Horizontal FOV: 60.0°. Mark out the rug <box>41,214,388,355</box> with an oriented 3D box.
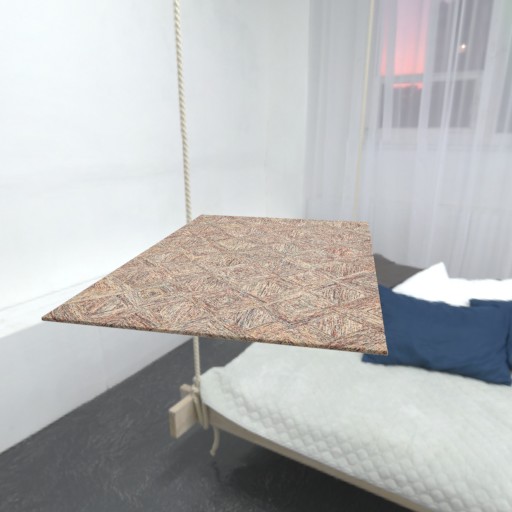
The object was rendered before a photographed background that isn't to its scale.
[{"bbox_3d":[0.000,0.000,2.935,1.523,0.019,2.285,4,18,11],"label":"rug"}]
